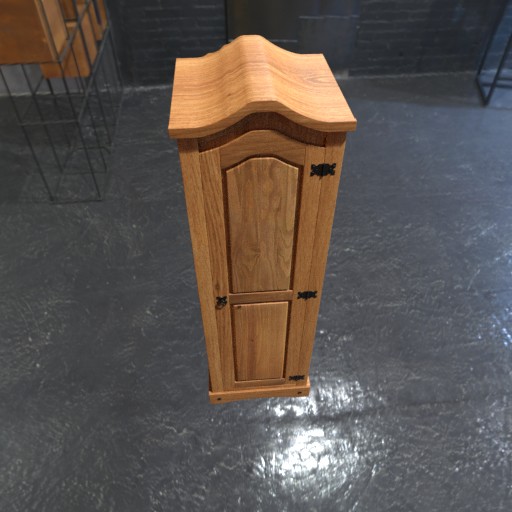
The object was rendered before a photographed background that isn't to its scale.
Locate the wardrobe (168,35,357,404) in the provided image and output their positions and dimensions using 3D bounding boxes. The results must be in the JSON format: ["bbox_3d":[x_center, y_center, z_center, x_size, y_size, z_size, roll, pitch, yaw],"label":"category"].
[{"bbox_3d":[0.000,0.000,2.180,0.590,1.870,0.570,-3,45,-3],"label":"wardrobe"}]
